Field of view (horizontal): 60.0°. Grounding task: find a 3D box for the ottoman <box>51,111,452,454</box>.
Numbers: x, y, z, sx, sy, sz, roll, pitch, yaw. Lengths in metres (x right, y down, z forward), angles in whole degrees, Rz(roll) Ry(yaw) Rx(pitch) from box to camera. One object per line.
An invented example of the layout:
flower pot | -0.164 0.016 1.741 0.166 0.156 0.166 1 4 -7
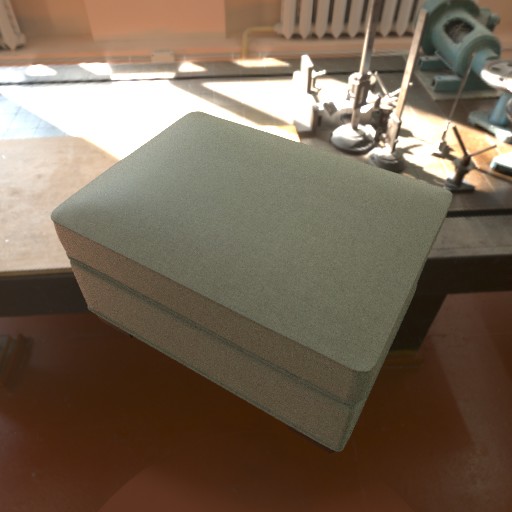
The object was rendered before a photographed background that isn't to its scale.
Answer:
ottoman | 0.000 0.000 1.250 0.843 0.504 0.619 24 51 21
